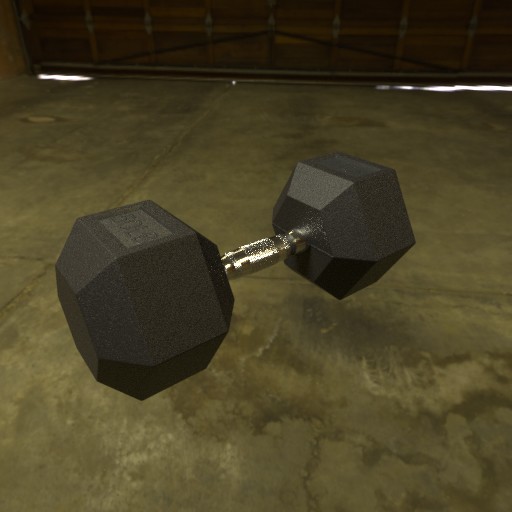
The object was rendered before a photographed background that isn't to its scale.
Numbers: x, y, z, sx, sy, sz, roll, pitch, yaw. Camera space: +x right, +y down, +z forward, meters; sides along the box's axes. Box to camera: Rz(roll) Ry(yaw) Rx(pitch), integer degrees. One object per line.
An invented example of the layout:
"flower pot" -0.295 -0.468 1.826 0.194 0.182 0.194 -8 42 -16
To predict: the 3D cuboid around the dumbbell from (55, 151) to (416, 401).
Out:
"dumbbell" 0.000 0.000 0.477 0.384 0.150 0.173 -21 36 -32
